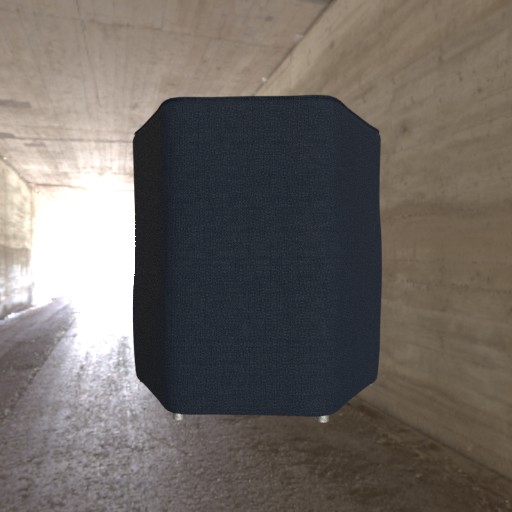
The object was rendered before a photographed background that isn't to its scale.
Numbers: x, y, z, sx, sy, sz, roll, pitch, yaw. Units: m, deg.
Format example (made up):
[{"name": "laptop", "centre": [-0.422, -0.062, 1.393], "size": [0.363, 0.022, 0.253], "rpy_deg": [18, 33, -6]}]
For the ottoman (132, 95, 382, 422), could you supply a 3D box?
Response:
[{"name": "ottoman", "centre": [0.000, 0.000, 0.882], "size": [0.454, 0.505, 0.492], "rpy_deg": [0, 1, 36]}]
